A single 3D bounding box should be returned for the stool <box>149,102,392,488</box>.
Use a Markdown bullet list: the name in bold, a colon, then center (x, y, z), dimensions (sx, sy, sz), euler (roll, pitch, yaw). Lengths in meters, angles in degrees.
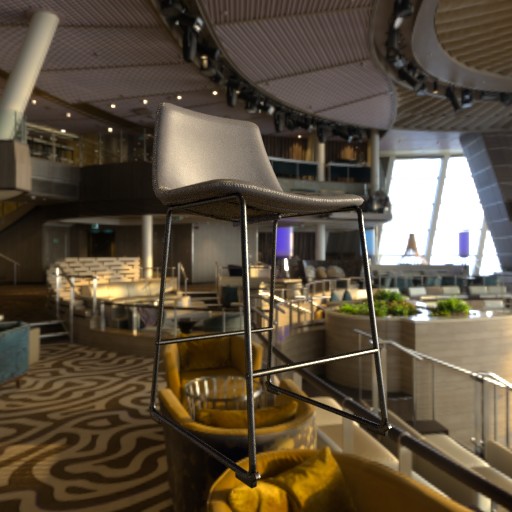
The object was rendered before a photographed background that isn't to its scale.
- **stool**: center (0.000, 0.000, 1.167), dimensions (0.470, 0.876, 0.546), euler (0, 0, -37)
